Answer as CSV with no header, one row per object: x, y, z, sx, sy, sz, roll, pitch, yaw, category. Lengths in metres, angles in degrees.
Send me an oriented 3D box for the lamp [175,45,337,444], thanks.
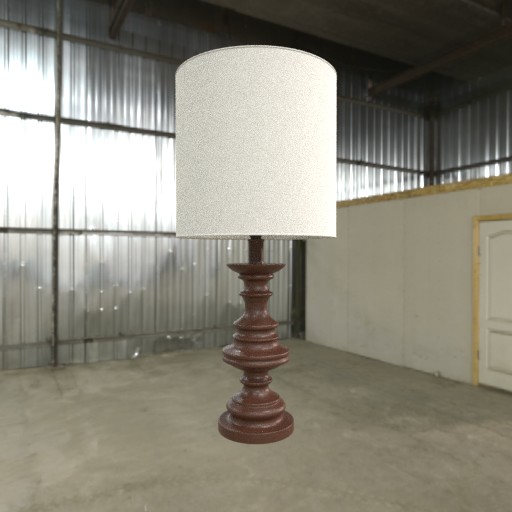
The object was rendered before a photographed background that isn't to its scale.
0.000,0.000,0.583,0.208,0.455,0.208,0,1,-1,lamp
